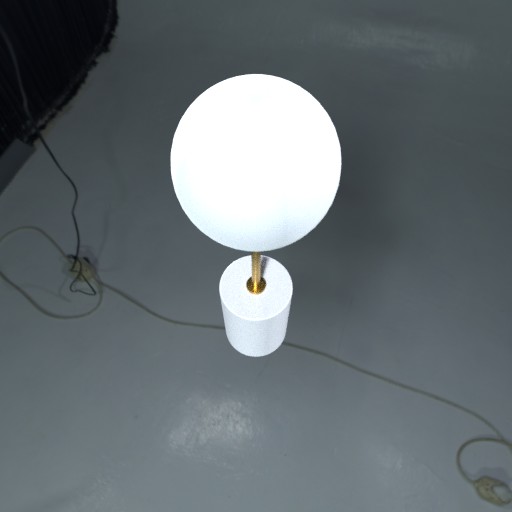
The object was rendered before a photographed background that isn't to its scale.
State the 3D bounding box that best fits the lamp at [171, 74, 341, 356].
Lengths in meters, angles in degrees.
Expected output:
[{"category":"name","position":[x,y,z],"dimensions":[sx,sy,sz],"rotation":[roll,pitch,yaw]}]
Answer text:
[{"category":"lamp","position":[0.000,0.000,0.545],"dimensions":[0.153,0.480,0.153],"rotation":[0,60,0]}]
